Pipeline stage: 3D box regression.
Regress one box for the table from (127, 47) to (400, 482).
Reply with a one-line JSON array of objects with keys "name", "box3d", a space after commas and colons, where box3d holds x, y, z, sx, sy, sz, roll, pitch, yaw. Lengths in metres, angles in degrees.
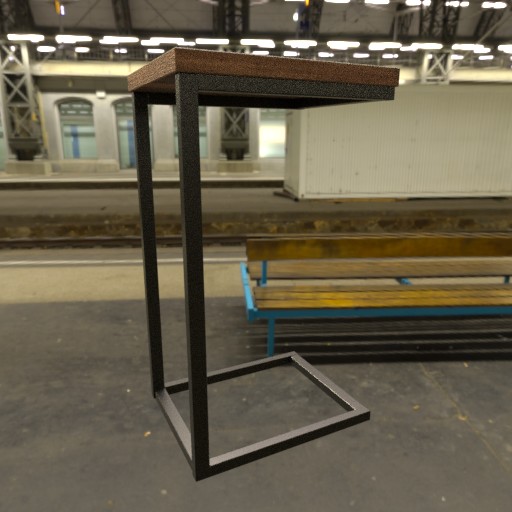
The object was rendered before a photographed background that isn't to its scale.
[{"name": "table", "box3d": [0.000, 0.000, 0.927, 0.414, 0.718, 0.323, -7, 17, -26]}]
